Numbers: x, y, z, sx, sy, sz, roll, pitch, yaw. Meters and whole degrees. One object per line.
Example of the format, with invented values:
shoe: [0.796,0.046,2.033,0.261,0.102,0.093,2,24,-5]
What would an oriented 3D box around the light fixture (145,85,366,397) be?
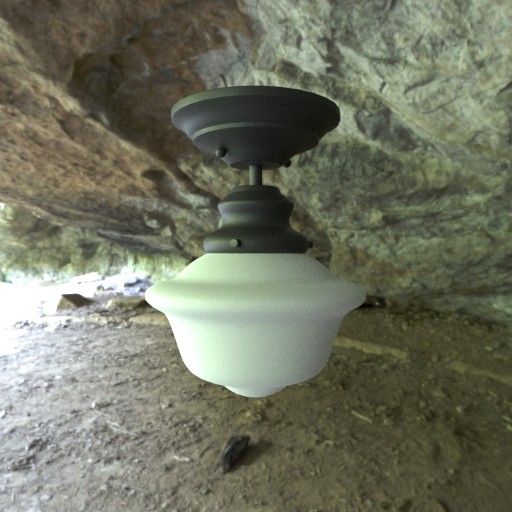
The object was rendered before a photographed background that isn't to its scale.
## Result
light fixture: [0.000,0.000,0.405,0.197,0.254,0.197,0,1,0]
